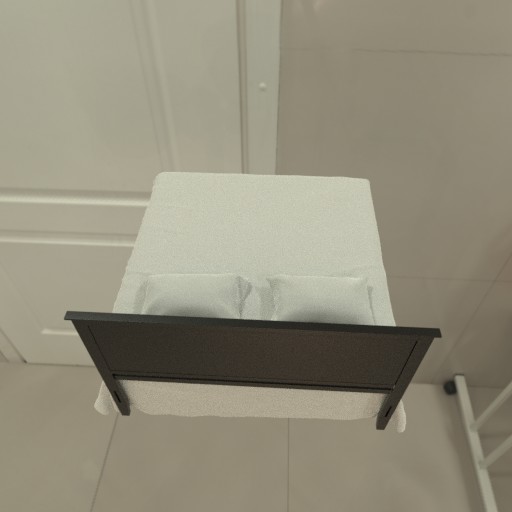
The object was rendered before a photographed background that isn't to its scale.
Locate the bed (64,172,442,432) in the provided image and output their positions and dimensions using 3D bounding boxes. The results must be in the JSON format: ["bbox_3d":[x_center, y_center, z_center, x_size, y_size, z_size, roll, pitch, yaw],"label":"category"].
[{"bbox_3d":[0.000,0.000,3.547,2.315,1.271,2.219,2,47,2],"label":"bed"}]
